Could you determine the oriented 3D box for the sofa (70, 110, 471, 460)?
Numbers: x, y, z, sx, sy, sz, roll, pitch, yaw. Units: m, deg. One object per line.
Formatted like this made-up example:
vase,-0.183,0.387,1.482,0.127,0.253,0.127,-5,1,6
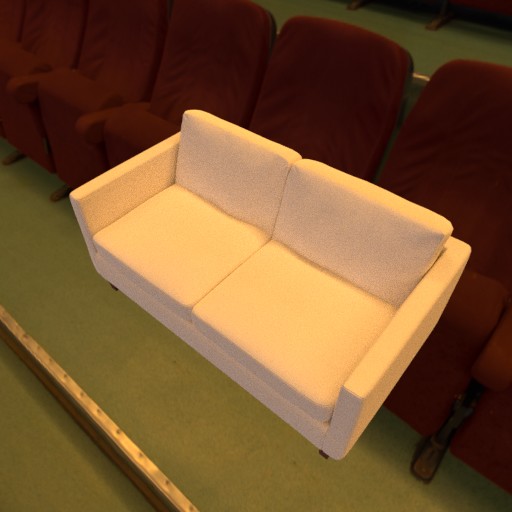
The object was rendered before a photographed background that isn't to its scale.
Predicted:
sofa,0.000,0.000,2.225,1.702,0.888,0.964,31,54,27
